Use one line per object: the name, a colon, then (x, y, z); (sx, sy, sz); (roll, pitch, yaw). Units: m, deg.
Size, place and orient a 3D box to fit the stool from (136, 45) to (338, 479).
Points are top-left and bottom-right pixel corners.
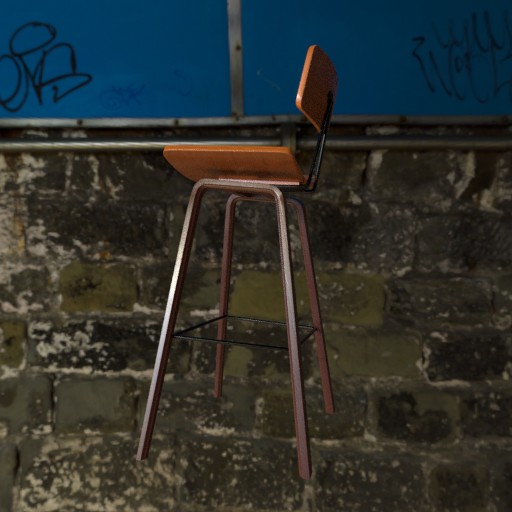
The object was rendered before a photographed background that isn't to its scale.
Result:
stool: (0.000, 0.000, 1.228); (0.440, 0.969, 0.509); (0, 1, 17)
